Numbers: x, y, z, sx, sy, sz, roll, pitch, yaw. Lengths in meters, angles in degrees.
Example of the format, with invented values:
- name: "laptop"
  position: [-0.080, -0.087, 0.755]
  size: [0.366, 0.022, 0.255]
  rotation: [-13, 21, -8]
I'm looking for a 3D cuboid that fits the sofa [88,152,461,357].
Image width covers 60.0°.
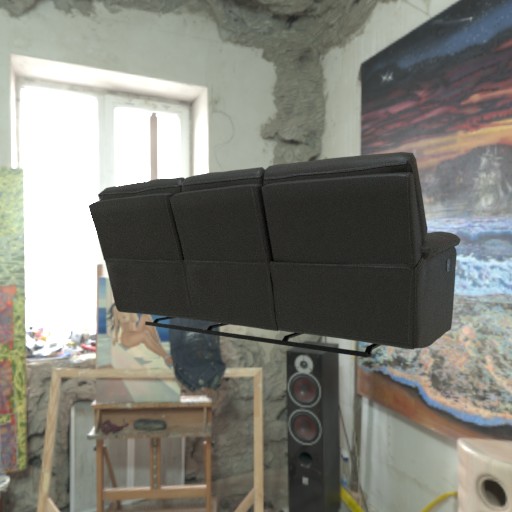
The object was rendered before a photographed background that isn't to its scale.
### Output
- name: "sofa"
  position: [0.000, 0.000, 3.256]
  size: [2.627, 1.134, 1.104]
  rotation: [1, 1, 35]
